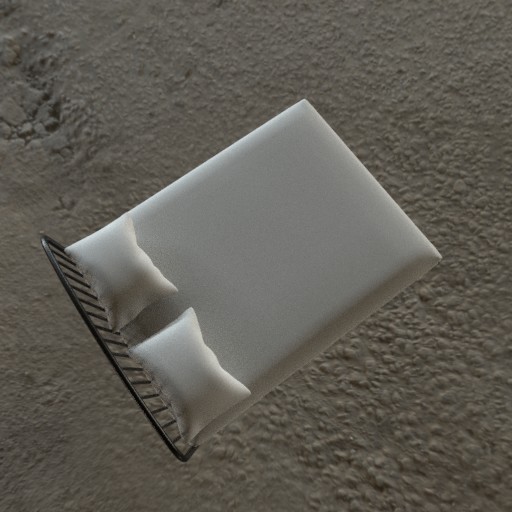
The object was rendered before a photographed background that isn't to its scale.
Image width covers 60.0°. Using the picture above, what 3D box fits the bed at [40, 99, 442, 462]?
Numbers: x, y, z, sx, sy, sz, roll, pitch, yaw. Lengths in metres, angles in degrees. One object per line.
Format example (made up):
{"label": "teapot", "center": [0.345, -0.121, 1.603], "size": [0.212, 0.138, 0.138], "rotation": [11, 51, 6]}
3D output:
{"label": "bed", "center": [0.000, 0.000, 3.125], "size": [2.159, 1.166, 1.618], "rotation": [-35, 78, -9]}
